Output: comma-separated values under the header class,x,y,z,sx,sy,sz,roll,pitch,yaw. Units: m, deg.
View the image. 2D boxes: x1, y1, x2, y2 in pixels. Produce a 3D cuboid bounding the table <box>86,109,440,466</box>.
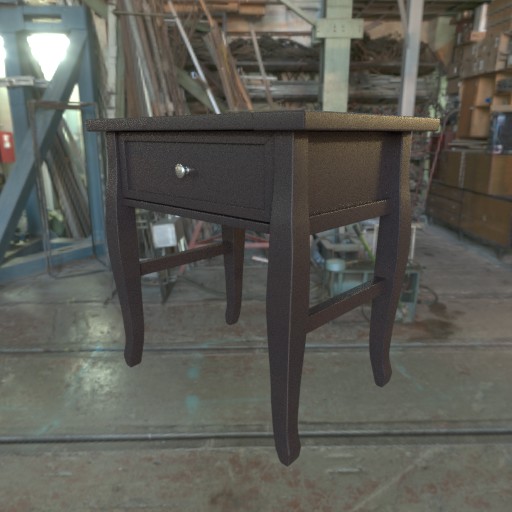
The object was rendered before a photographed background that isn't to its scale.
class,x,y,z,sx,sy,sz,roll,pitch,yaw
table,0.000,0.000,1.022,0.602,0.605,0.460,14,21,41
